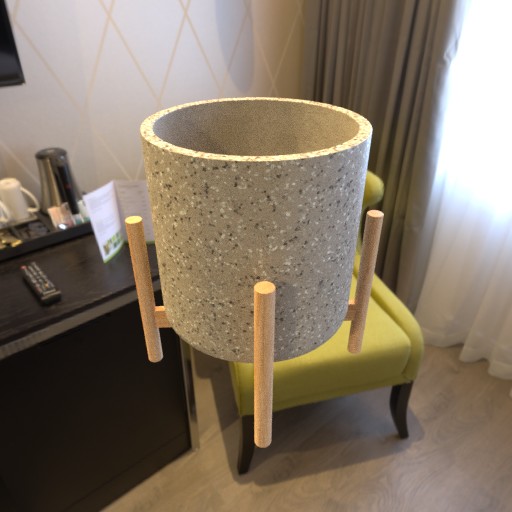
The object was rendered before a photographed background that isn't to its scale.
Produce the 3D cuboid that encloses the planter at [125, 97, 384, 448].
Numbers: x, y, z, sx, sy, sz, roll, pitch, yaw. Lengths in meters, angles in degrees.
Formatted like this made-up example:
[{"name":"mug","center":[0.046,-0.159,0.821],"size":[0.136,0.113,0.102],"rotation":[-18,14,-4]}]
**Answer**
[{"name":"planter","center":[0.000,0.000,0.701],"size":[0.360,0.419,0.360],"rotation":[10,33,16]}]
